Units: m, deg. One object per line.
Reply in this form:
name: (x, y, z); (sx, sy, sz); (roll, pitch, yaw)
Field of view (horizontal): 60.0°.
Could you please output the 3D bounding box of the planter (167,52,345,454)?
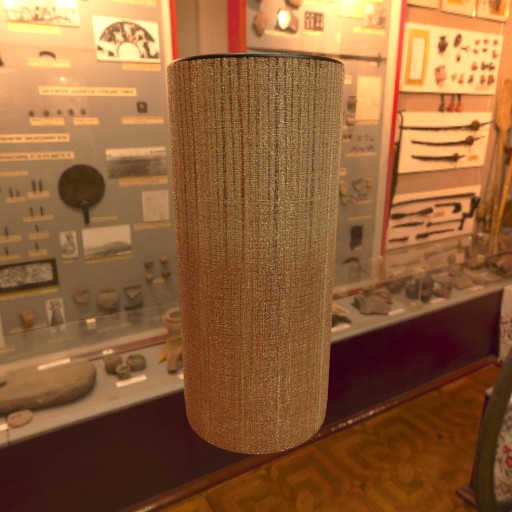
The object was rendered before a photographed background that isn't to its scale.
planter: (0.000, 0.000, 0.285); (0.100, 0.227, 0.100); (-9, 19, -28)
